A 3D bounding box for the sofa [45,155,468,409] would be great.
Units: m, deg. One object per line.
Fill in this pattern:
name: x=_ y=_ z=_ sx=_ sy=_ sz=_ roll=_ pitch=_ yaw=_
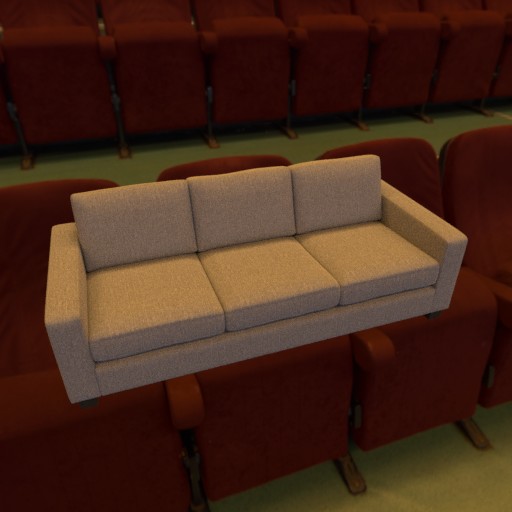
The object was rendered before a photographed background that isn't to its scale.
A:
sofa: x=0.000 y=0.000 z=2.505 sx=2.120 sy=0.800 sz=0.900 roll=-11 pitch=34 yaw=-16
